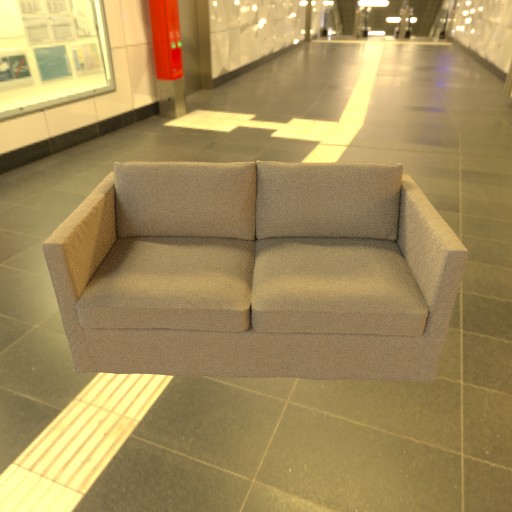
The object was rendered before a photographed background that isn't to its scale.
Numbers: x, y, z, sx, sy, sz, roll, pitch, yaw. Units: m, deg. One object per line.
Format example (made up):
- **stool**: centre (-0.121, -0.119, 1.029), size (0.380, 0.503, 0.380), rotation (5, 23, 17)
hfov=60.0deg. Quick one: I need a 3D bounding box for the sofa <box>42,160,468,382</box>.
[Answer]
- **sofa**: centre (0.000, 0.000, 2.309), size (1.766, 0.828, 0.956), rotation (1, 30, 2)
